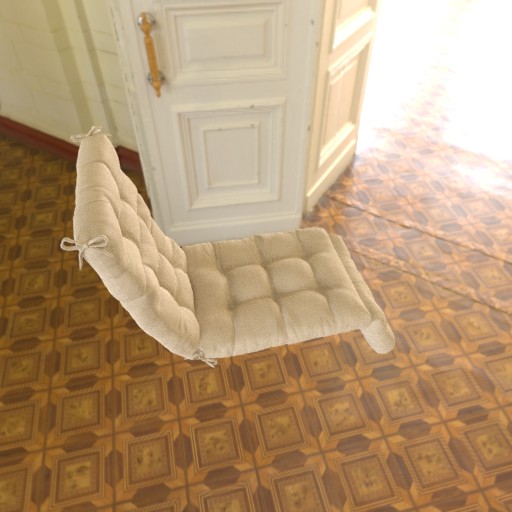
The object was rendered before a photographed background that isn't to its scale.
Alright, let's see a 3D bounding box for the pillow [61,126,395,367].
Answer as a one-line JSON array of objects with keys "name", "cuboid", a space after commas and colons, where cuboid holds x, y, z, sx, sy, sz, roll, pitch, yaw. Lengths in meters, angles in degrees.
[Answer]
[{"name": "pillow", "cuboid": [0.000, 0.000, 1.521, 1.016, 0.863, 0.526, -10, 47, -10]}]
